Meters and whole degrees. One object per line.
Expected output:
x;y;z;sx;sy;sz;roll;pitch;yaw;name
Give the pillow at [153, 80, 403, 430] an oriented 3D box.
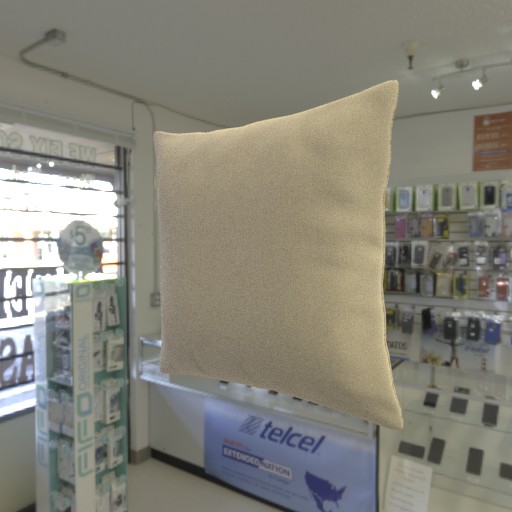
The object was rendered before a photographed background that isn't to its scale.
0.000;0.000;0.788;0.523;0.510;0.166;1;2;37;pillow
